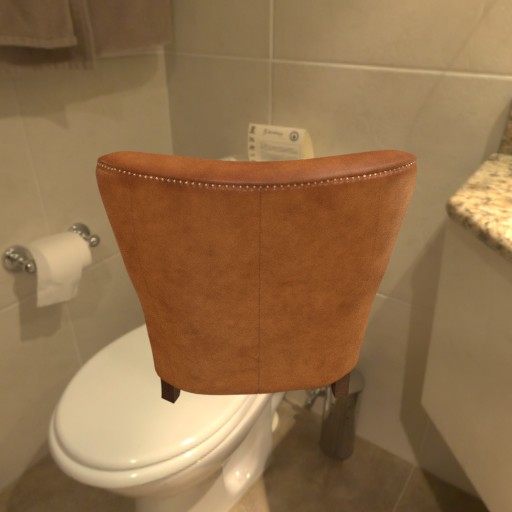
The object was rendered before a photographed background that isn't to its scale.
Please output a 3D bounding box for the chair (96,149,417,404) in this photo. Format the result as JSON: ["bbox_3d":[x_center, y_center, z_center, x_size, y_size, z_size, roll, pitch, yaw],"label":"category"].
[{"bbox_3d":[0.000,0.000,1.605,0.861,0.936,0.921,-1,29,-1],"label":"chair"}]
